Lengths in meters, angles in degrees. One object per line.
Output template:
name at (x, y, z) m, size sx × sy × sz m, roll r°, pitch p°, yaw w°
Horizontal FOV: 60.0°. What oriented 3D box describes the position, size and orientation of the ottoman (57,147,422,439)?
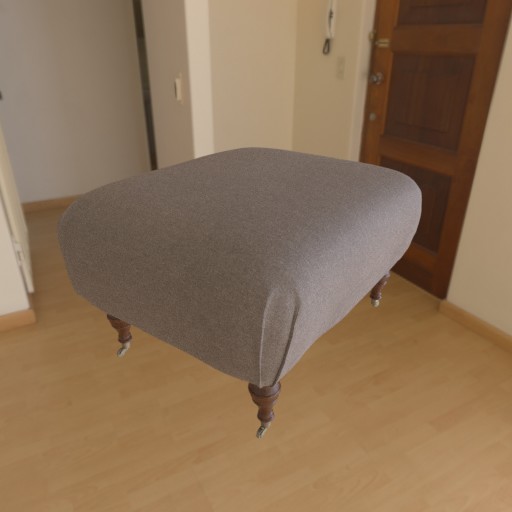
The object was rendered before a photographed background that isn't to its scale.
ottoman at (0.000, 0.000, 1.133) m, size 0.622 × 0.450 × 0.747 m, roll 18°, pitch 31°, yaw 32°
